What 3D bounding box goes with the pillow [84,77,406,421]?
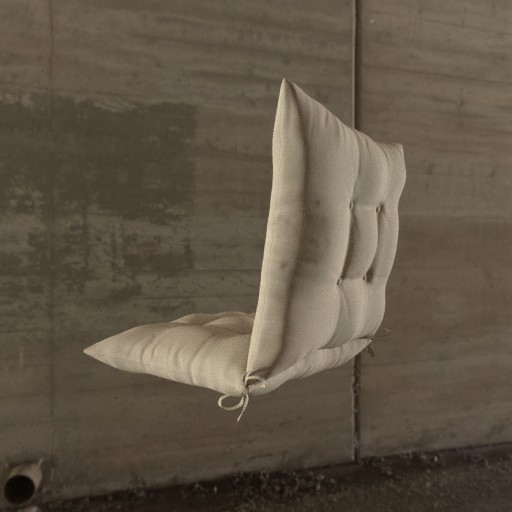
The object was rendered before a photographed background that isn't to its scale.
[{"bbox_3d":[0.000,0.000,1.006,0.585,0.536,0.541,1,1,38],"label":"pillow"}]
